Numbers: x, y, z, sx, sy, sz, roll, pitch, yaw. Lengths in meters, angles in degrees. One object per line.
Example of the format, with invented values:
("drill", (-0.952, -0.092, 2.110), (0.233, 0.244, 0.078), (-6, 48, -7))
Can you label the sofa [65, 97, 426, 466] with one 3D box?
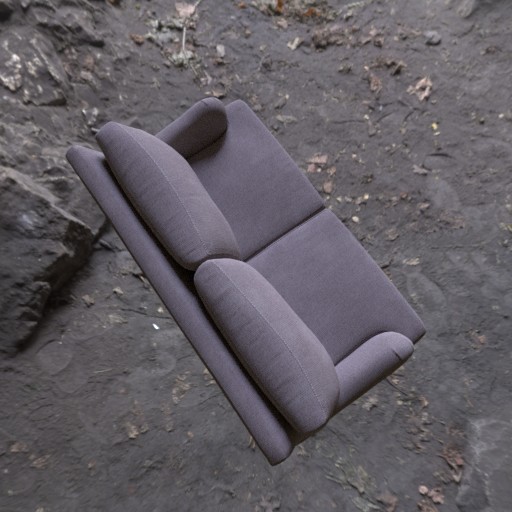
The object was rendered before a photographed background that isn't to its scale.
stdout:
("sofa", (0.000, 0.000, 2.524), (1.084, 1.101, 1.853), (-35, 78, -9))
